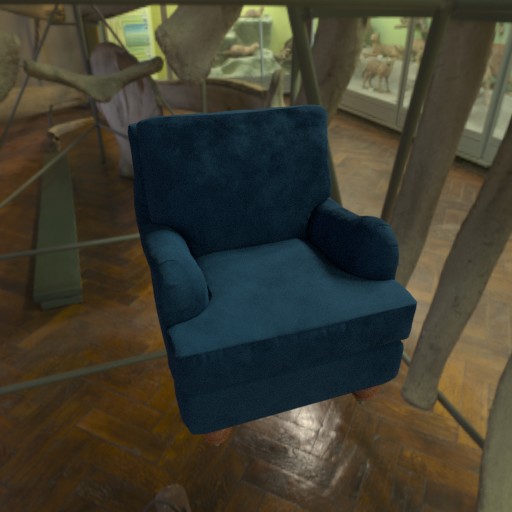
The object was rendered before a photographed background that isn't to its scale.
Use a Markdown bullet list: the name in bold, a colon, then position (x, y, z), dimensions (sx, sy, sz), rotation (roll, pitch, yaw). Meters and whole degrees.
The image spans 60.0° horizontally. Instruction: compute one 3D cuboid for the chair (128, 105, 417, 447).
- **chair**: position (0.000, 0.000, 1.846), dimensions (0.895, 1.076, 1.078), rotation (-10, 32, -16)
